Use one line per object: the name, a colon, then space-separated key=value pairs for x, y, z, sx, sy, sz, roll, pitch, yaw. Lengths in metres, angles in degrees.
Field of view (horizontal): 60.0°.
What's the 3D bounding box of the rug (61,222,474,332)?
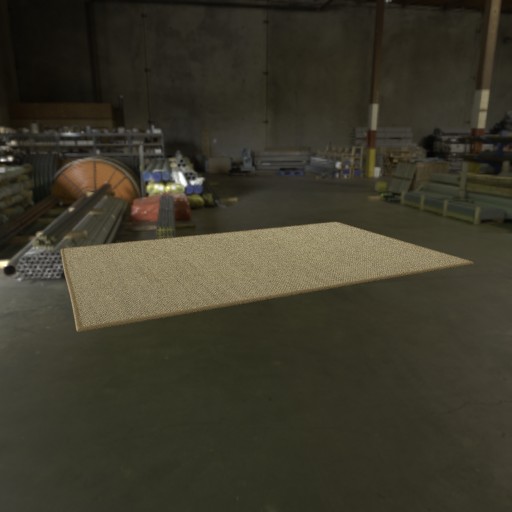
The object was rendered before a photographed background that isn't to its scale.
rug: x=0.000 y=0.000 z=2.100 sx=1.667 sy=0.013 sz=1.062 roll=-7 pitch=17 yaw=-24
